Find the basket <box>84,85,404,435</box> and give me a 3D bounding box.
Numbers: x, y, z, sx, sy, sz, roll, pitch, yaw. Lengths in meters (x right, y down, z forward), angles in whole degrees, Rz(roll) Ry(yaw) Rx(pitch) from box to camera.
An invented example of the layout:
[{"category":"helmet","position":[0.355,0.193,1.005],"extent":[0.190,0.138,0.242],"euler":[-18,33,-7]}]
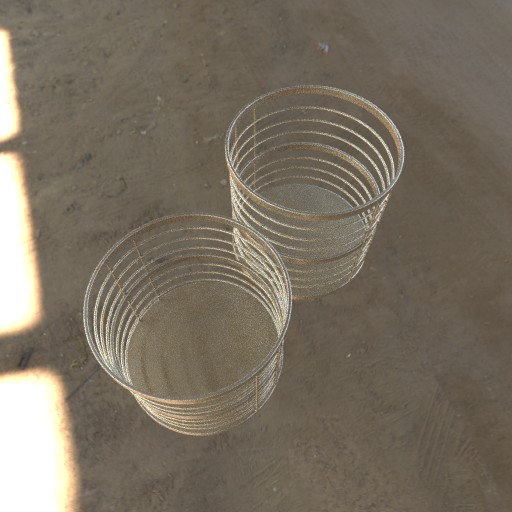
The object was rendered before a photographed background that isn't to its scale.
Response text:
[{"category":"basket","position":[0.000,0.000,0.954],"extent":[0.356,0.351,0.746],"euler":[32,64,18]}]
